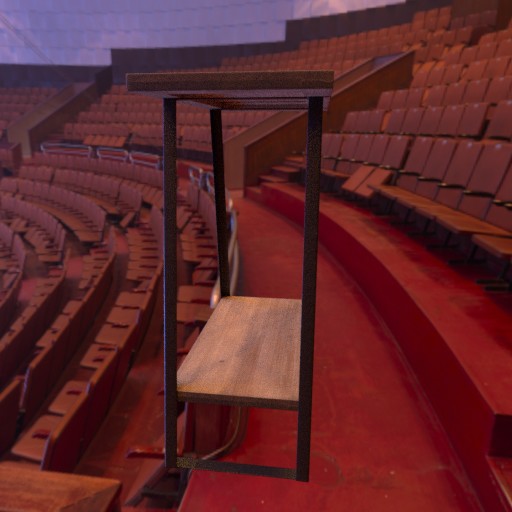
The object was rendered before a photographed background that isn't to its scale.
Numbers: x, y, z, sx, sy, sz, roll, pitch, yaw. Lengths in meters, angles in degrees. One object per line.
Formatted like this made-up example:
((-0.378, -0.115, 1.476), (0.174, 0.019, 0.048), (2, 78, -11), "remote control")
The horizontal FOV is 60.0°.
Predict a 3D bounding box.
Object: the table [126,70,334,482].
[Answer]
((0.000, 0.000, 1.002), (0.300, 0.701, 0.599), (2, 16, 8), "table")
